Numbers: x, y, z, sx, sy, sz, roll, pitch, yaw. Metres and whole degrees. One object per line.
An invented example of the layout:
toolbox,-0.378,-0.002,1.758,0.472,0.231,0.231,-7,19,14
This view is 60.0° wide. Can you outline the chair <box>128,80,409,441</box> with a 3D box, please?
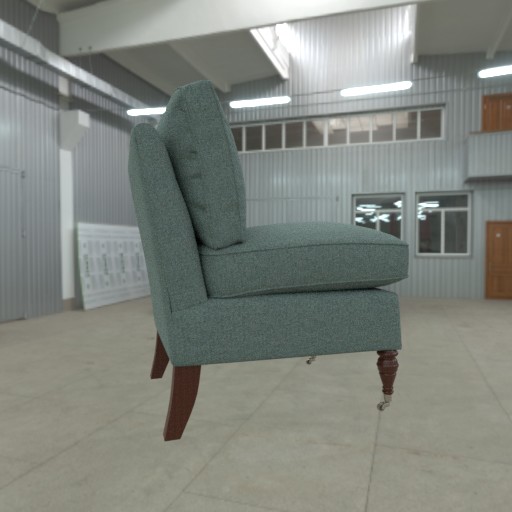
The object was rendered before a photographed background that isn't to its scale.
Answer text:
chair,0.000,0.000,1.453,0.796,0.901,0.624,0,2,-17
